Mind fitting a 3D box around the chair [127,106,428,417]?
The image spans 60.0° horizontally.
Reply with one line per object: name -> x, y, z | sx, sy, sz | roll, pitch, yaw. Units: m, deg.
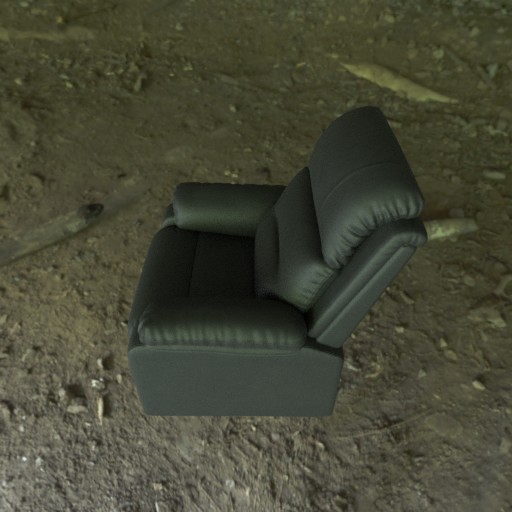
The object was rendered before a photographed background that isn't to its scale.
chair -> 0.000, 0.000, 1.651 | 0.919, 0.992, 0.855 | 0, 42, 0
